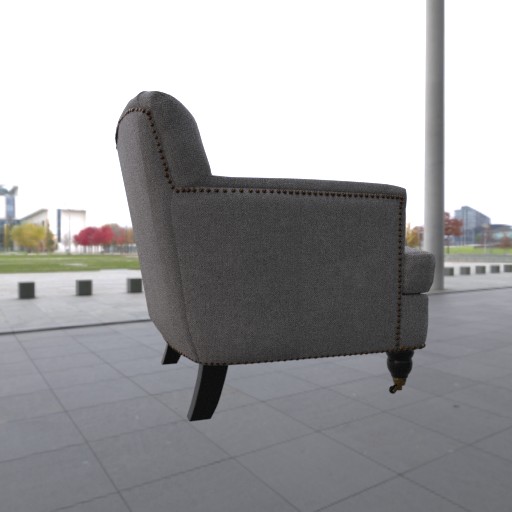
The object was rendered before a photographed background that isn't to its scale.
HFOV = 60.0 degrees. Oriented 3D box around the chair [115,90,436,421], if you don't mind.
[{"bbox_3d":[0.000,0.000,1.492,0.902,0.823,0.737,0,1,-19],"label":"chair"}]
